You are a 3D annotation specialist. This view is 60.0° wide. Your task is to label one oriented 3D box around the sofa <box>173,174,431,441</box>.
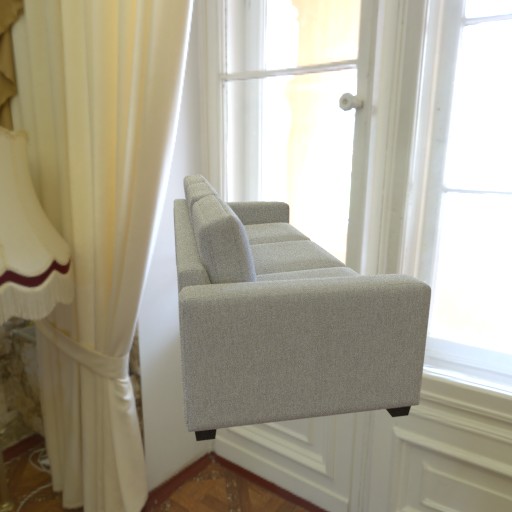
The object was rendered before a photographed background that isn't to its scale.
[{"bbox_3d":[0.000,0.000,2.529,0.900,0.800,2.120,-3,15,-10],"label":"sofa"}]
